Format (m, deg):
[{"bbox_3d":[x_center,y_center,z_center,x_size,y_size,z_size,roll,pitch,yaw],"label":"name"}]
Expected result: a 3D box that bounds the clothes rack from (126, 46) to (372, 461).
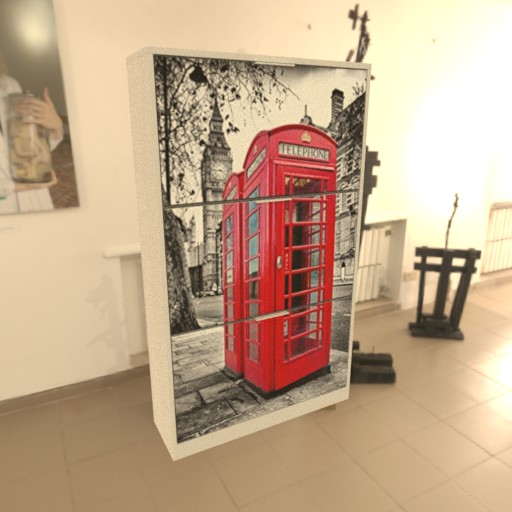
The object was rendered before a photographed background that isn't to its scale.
[{"bbox_3d":[0.000,0.000,1.573,0.750,1.280,0.250,-9,19,-27],"label":"clothes rack"}]
